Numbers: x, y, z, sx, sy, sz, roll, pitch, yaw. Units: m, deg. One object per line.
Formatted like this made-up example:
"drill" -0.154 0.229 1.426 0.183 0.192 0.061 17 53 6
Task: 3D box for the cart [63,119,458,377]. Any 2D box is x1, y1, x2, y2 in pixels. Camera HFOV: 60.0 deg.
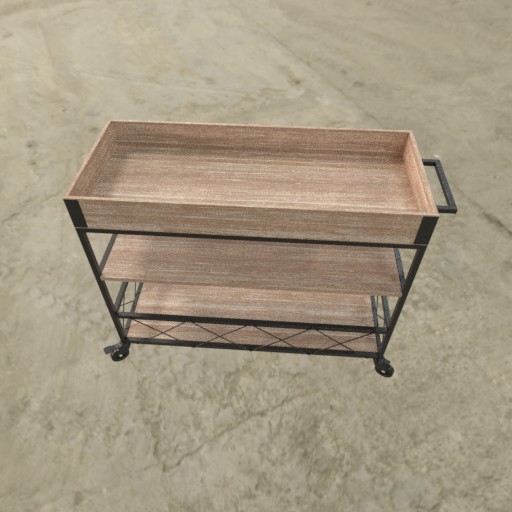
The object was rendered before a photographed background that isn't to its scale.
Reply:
"cart" 0.000 0.000 1.549 1.101 0.787 0.500 3 47 3
